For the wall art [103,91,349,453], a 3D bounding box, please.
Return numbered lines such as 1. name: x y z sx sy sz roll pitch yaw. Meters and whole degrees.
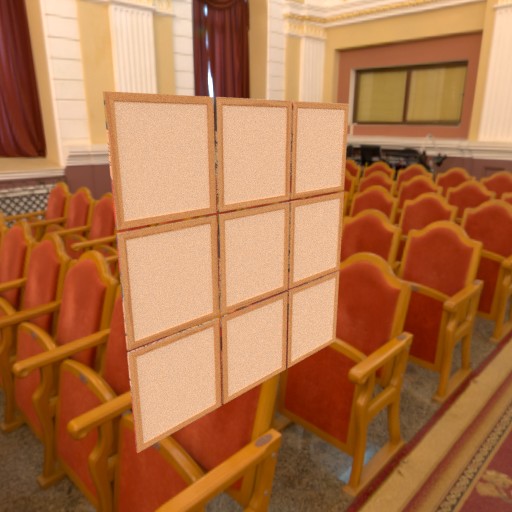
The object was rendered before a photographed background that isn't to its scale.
1. wall art: 0.000 0.000 2.297 1.519 1.534 0.013 -16 23 -43
